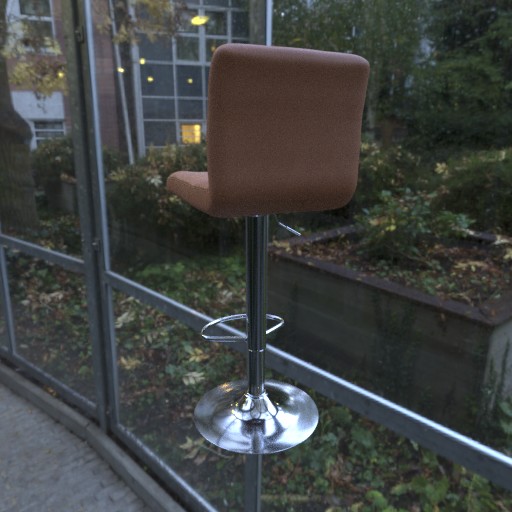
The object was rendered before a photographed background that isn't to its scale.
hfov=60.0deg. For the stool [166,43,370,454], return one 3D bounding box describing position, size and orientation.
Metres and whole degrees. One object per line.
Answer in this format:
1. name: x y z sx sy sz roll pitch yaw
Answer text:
1. stool: 0.000 0.000 1.376 0.430 1.115 0.505 -7 17 -24
